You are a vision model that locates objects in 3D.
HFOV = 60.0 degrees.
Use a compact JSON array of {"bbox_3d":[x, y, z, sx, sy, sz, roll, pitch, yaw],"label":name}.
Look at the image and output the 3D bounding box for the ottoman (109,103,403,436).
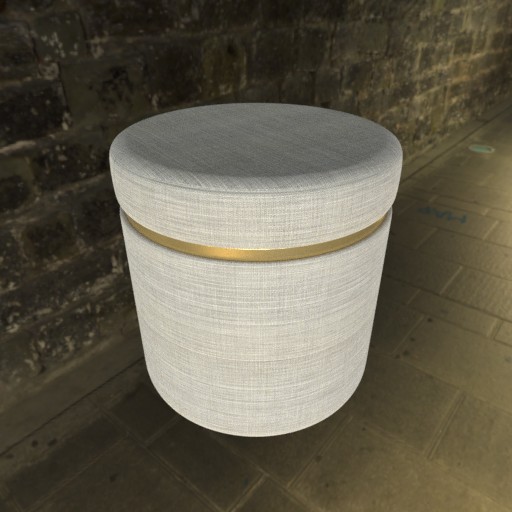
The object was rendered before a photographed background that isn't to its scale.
[{"bbox_3d":[0.000,0.000,0.720,0.400,0.406,0.400,0,31,0],"label":"ottoman"}]
